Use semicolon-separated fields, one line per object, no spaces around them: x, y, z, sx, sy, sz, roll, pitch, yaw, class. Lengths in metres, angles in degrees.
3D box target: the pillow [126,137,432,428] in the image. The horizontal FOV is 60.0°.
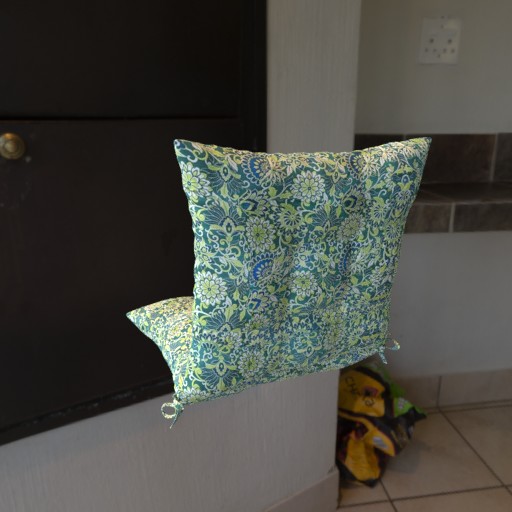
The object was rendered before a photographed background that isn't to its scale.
0.000;0.000;1.013;0.541;0.536;0.585;-8;18;-26;pillow
